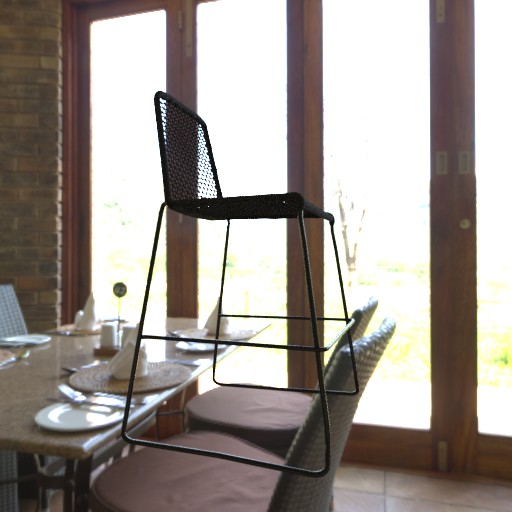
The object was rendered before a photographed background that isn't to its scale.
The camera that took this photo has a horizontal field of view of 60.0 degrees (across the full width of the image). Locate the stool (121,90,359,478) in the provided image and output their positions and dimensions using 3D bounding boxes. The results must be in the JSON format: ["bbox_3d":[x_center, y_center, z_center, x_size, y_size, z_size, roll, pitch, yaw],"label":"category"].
[{"bbox_3d":[0.000,0.000,1.245,0.509,0.905,0.590,0,-1,19],"label":"stool"}]
